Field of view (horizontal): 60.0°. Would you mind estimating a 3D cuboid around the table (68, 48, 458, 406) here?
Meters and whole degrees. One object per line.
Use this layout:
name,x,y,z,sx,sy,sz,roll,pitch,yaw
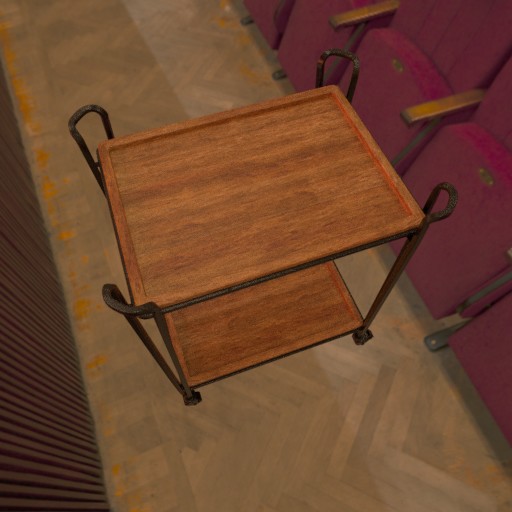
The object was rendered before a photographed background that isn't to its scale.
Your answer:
table,0.000,0.000,1.203,0.672,0.785,0.505,-17,61,-10
